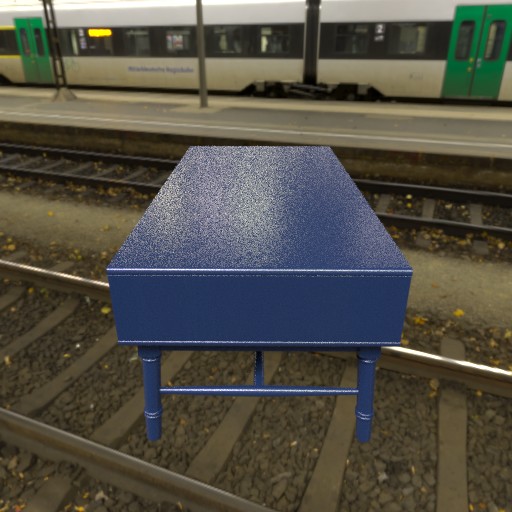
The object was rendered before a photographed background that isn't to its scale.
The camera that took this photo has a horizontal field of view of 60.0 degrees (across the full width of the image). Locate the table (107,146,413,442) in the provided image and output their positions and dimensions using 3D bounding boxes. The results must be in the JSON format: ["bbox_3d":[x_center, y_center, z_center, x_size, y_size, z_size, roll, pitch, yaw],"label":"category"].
[{"bbox_3d":[0.000,0.000,1.373,0.572,0.457,1.067,0,25,0],"label":"table"}]
